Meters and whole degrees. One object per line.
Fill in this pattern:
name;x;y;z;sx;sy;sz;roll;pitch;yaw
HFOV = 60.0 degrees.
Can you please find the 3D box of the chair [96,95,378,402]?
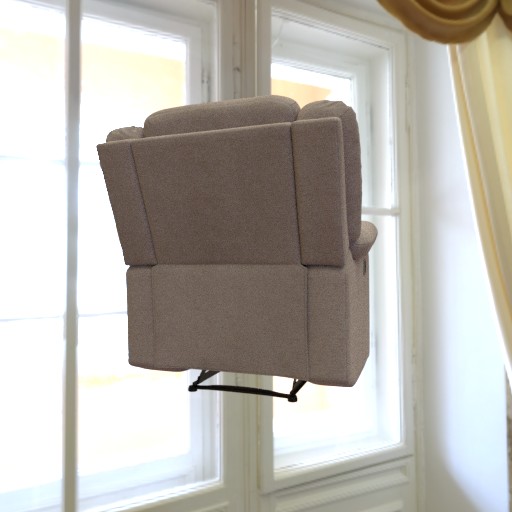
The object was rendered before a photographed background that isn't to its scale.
chair;0.000;0.000;1.754;0.899;1.008;0.944;0;-1;19
